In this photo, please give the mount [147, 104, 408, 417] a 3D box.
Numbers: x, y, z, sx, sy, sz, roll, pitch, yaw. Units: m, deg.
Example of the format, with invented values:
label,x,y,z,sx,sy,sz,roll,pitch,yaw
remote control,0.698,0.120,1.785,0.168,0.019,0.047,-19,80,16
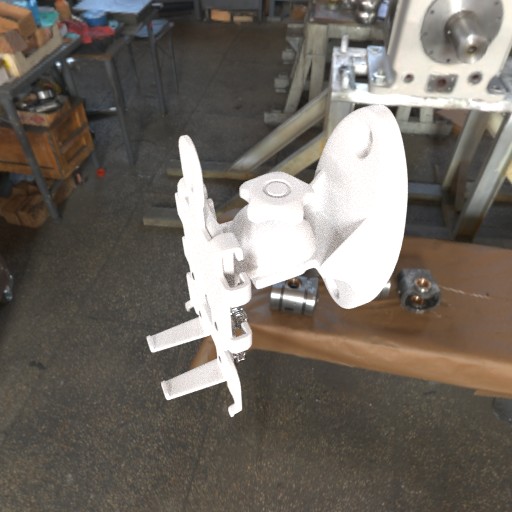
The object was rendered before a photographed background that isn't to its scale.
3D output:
label,x,y,z,sx,sy,sz,roll,pitch,yaw
mount,0.000,0.000,0.179,0.100,0.118,0.066,-18,48,-16
